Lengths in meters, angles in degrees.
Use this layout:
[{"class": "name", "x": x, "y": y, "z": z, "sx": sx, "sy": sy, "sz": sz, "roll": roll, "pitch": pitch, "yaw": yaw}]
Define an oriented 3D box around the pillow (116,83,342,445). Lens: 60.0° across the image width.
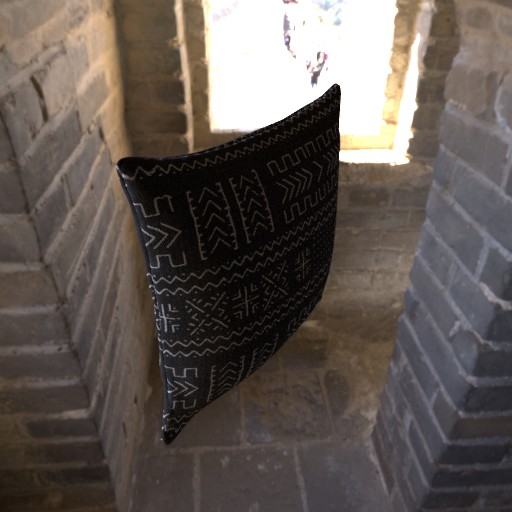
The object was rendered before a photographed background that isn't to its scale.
[{"class": "pillow", "x": 0.000, "y": 0.000, "z": 0.667, "sx": 0.164, "sy": 0.430, "sz": 0.438, "roll": 22, "pitch": 38, "yaw": 31}]
